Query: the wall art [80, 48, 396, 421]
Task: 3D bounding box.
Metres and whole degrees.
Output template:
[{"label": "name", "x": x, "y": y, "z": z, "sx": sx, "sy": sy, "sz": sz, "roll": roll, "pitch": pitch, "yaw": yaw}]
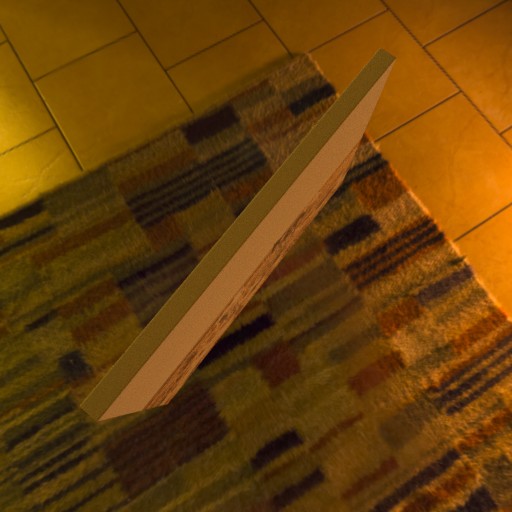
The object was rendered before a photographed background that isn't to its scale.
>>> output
[{"label": "wall art", "x": 0.000, "y": 0.000, "z": 1.411, "sx": 0.051, "sy": 0.761, "sz": 1.138, "roll": 37, "pitch": 77, "yaw": 10}]
